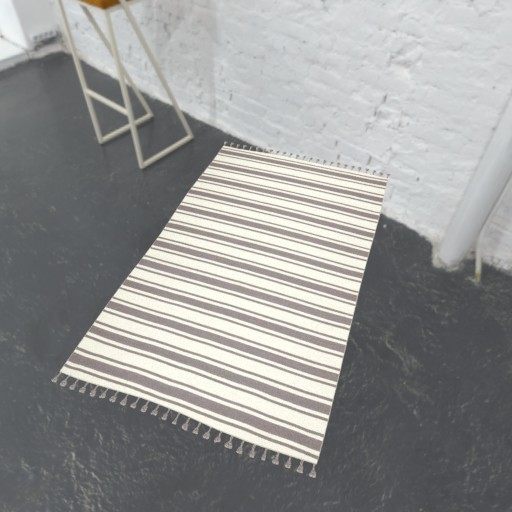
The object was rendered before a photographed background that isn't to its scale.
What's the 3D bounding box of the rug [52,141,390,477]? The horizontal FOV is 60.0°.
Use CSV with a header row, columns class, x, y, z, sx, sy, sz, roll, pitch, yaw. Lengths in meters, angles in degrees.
class,x,y,z,sx,sy,sz,roll,pitch,yaw
rug,0.000,0.000,2.530,1.229,0.011,2.096,15,49,13
